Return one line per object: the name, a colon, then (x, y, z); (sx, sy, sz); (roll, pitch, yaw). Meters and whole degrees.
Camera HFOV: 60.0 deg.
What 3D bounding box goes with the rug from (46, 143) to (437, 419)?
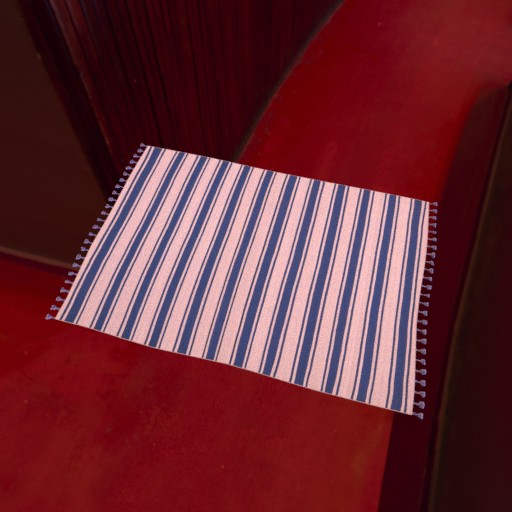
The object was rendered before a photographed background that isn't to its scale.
rug: (0.000, 0.000, 2.956); (2.315, 0.010, 1.544); (13, 59, 8)
